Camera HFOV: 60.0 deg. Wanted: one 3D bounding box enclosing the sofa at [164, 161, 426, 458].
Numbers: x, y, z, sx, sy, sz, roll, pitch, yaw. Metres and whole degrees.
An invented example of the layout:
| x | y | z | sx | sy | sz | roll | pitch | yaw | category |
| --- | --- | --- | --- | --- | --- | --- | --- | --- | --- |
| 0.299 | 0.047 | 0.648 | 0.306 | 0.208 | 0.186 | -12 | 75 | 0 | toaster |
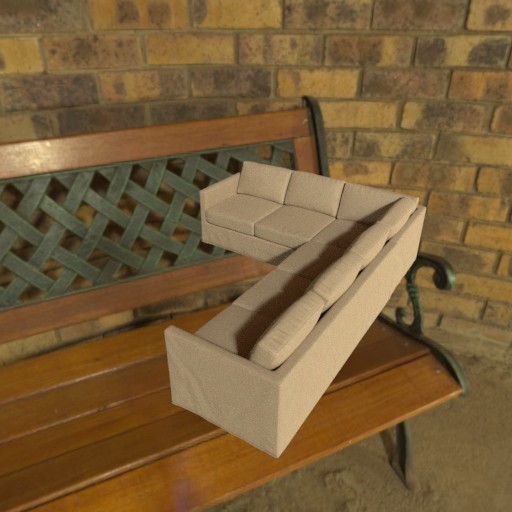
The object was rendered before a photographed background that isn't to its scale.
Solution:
| x | y | z | sx | sy | sz | roll | pitch | yaw | category |
| --- | --- | --- | --- | --- | --- | --- | --- | --- | --- |
| 0.000 | 0.000 | 4.412 | 2.432 | 0.871 | 3.182 | 18 | 34 | 29 | sofa |
